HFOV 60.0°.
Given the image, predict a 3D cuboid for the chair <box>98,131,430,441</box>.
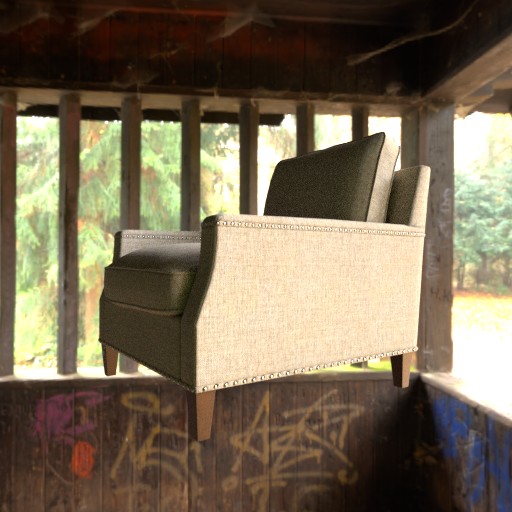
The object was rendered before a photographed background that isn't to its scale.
[{"bbox_3d":[0.000,0.000,1.705,1.014,0.943,0.853,0,-1,-35],"label":"chair"}]
